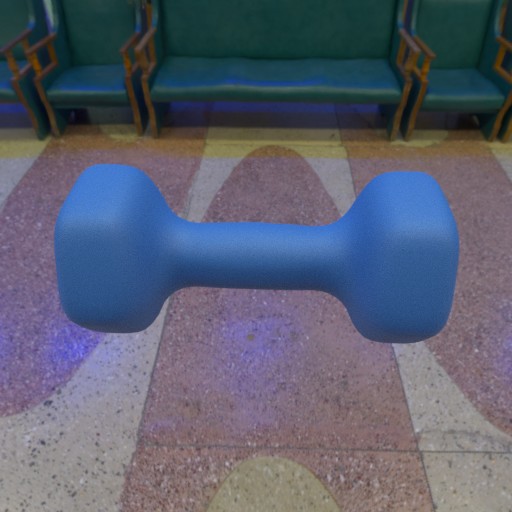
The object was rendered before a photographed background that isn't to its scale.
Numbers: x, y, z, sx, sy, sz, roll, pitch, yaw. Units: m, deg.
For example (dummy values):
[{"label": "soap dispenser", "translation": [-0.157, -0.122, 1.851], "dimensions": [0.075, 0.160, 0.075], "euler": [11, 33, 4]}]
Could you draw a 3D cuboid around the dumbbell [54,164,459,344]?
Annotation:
[{"label": "dumbbell", "translation": [0.000, 0.000, 0.258], "dimensions": [0.212, 0.093, 0.103], "euler": [2, 44, 2]}]
